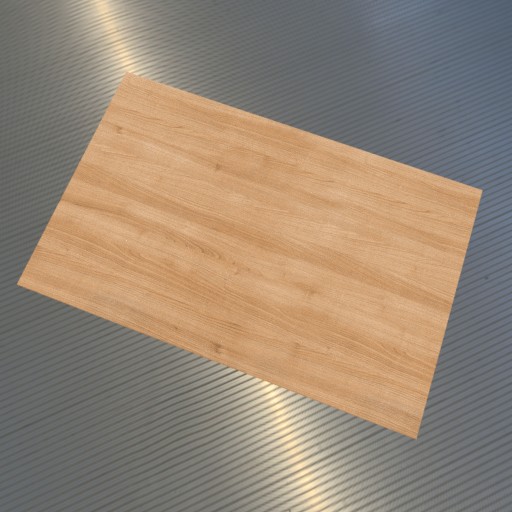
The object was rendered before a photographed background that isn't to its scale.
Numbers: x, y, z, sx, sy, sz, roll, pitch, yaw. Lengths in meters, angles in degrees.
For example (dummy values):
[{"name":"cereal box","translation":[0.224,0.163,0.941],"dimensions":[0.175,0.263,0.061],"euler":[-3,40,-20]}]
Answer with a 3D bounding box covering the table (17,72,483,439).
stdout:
[{"name":"table","translation":[0.000,0.000,1.426],"dimensions":[1.100,0.440,0.700],"euler":[20,77,5]}]
